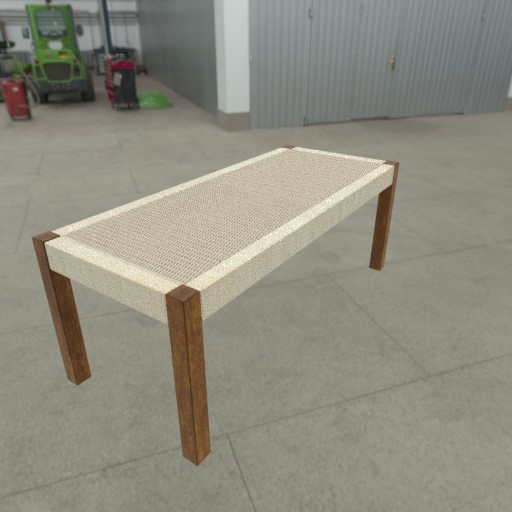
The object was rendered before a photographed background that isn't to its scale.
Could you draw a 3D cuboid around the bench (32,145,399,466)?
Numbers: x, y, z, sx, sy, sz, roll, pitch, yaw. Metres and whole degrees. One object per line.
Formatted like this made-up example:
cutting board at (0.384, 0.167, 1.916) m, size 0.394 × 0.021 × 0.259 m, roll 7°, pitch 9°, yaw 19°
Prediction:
bench at (0.000, 0.000, 1.499) m, size 0.507 × 0.457 × 1.198 m, roll 18°, pitch 32°, yaw 31°
